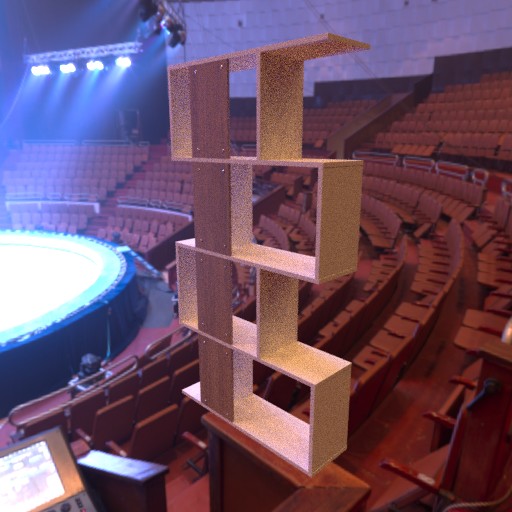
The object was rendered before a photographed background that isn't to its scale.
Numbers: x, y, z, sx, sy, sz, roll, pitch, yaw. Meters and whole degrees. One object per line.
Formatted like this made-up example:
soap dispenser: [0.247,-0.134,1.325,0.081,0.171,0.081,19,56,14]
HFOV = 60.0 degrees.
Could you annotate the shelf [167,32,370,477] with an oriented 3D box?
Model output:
shelf: [0.000,0.000,1.983,0.250,1.650,0.890,-14,20,-43]
